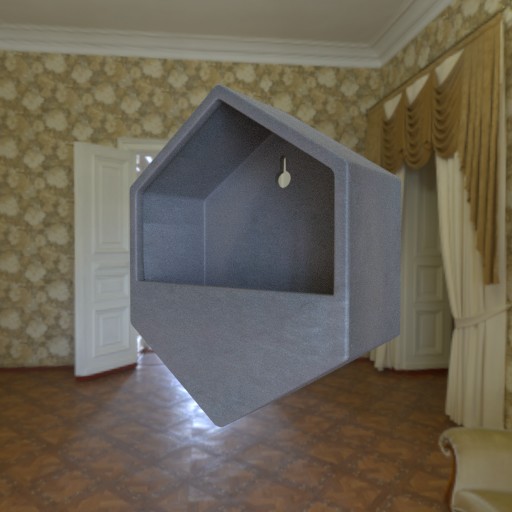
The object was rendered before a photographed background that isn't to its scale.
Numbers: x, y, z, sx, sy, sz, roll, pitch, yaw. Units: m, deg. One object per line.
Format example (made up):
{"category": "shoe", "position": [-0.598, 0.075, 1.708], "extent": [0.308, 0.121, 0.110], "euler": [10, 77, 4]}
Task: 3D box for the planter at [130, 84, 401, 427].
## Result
{"category": "planter", "position": [0.000, 0.000, 0.297], "extent": [0.169, 0.206, 0.077], "euler": [1, 2, 37]}
